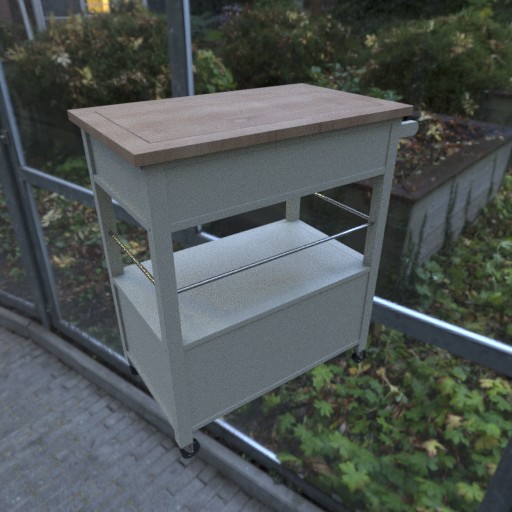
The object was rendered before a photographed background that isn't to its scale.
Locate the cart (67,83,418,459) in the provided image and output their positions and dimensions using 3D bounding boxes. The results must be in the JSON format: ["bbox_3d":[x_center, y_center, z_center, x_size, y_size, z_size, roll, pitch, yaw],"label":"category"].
[{"bbox_3d":[0.000,0.000,1.380,0.840,0.901,0.459,-19,35,-29],"label":"cart"}]
